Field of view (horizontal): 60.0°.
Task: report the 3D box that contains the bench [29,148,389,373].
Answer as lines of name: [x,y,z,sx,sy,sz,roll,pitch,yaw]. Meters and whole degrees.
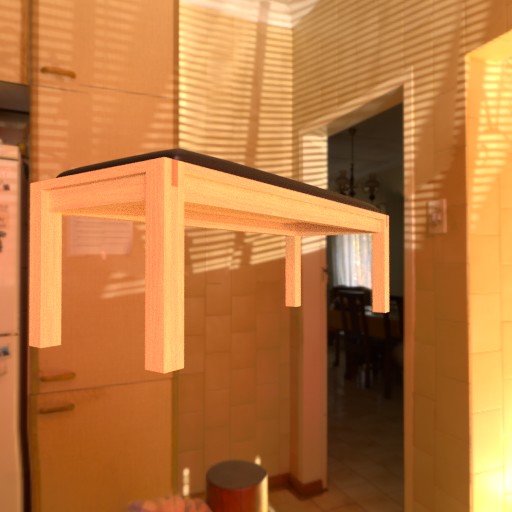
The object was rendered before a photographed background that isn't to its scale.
bench: [0.000,0.000,1.400,0.450,0.430,1.202,-1,-1,35]
